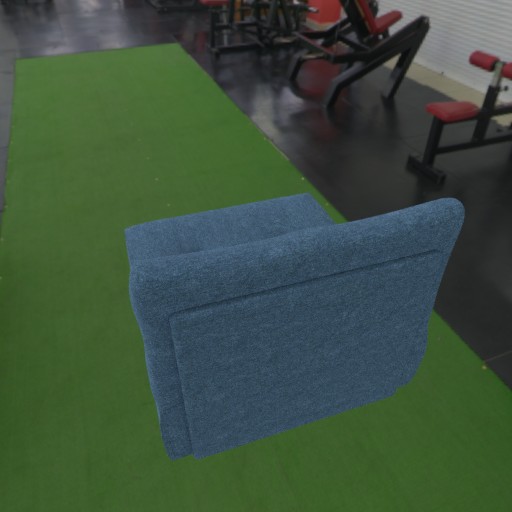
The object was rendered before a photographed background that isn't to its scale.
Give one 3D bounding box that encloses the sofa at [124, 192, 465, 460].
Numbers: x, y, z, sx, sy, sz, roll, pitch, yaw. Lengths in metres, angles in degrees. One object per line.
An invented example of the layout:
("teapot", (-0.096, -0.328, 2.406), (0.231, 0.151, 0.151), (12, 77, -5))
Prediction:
("sofa", (0.000, 0.000, 1.668), (0.930, 0.820, 1.000), (-12, 41, -15))
